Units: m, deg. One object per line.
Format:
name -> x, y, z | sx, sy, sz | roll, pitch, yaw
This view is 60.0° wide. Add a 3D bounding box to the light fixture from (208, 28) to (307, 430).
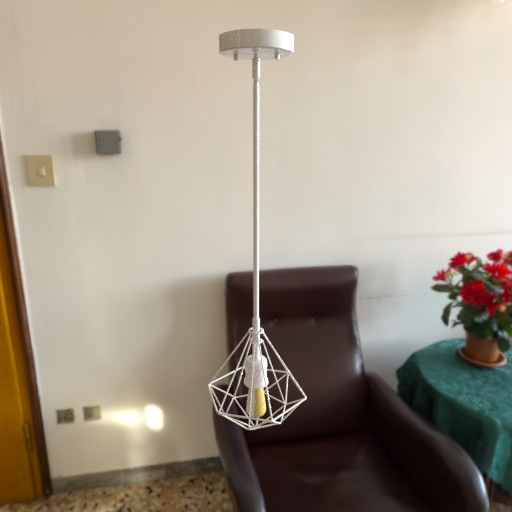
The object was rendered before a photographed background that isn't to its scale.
light fixture -> 0.000, 0.000, 1.958 | 0.431, 1.764, 0.487 | 14, 21, 42
